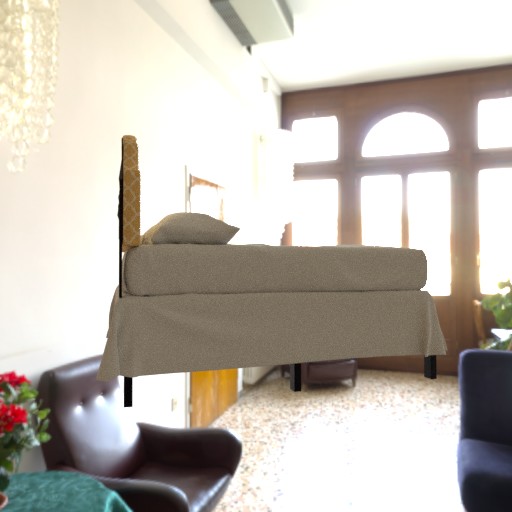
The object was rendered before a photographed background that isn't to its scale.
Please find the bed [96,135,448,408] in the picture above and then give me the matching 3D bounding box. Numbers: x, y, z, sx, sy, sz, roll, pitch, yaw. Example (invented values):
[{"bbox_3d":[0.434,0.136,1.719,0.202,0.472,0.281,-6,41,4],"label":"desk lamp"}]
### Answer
[{"bbox_3d":[0.000,0.000,3.392,2.222,1.633,1.780,0,-1,-17],"label":"bed"}]
